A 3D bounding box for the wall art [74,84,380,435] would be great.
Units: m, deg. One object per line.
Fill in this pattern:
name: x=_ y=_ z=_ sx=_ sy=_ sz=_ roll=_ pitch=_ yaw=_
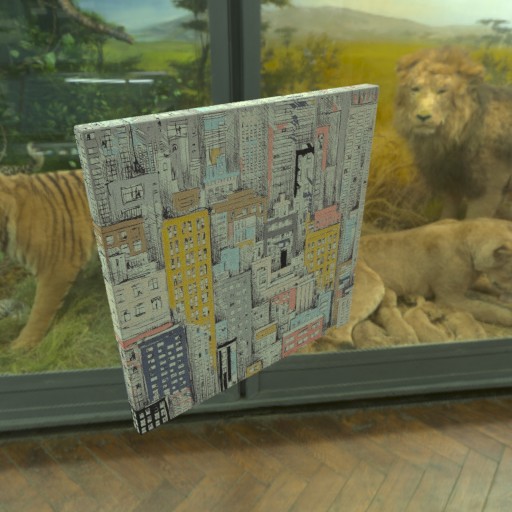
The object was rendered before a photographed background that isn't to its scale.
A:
wall art: x=0.000 y=0.000 z=1.139 sx=0.761 sy=0.762 sz=0.048 roll=-21 pitch=36 yaw=-31
